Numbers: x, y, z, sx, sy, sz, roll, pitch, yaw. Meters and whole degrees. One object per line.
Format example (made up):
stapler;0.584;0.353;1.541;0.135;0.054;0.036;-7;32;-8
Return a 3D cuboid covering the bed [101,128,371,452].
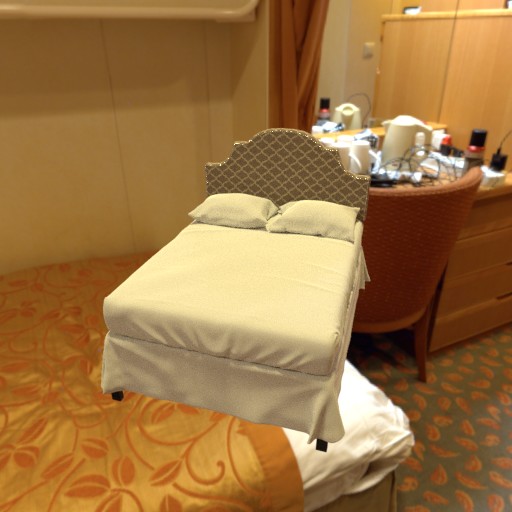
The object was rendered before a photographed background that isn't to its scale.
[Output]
bed;0.000;0.000;3.522;1.780;1.633;2.222;8;28;15
